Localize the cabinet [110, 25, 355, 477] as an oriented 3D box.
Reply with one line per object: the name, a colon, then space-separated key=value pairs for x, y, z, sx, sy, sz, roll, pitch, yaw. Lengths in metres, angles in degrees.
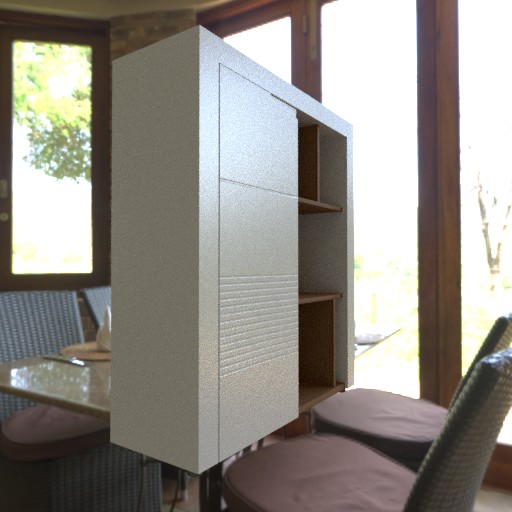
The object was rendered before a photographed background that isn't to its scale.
cabinet: x=0.000 y=0.000 z=1.612 sx=0.348 sy=1.150 sz=0.990 roll=-1 pitch=-1 yaw=35
